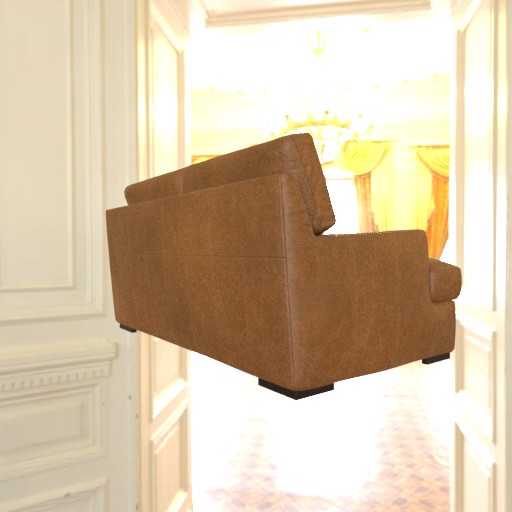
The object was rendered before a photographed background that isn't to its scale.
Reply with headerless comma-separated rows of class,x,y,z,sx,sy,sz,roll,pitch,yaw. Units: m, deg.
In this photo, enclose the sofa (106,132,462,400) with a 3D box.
sofa,0.000,0.000,2.509,1.144,0.966,1.880,-1,1,-37
